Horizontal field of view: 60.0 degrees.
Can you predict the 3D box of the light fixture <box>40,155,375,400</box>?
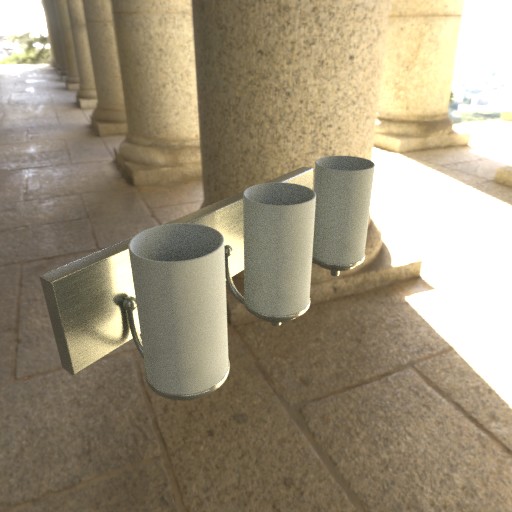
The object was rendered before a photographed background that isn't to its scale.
[{"bbox_3d":[0.000,0.000,0.538,0.145,0.172,0.451,18,32,32],"label":"light fixture"}]
